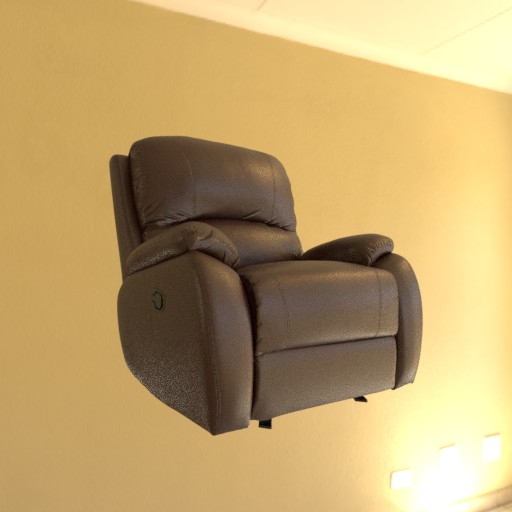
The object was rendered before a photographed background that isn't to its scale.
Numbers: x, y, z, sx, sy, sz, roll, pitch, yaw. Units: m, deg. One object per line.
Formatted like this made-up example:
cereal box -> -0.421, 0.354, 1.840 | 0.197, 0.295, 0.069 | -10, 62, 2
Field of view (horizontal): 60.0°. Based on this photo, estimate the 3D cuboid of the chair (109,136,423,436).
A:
chair -> 0.000, 0.000, 1.711 | 0.930, 1.011, 0.899 | 0, 0, -35
